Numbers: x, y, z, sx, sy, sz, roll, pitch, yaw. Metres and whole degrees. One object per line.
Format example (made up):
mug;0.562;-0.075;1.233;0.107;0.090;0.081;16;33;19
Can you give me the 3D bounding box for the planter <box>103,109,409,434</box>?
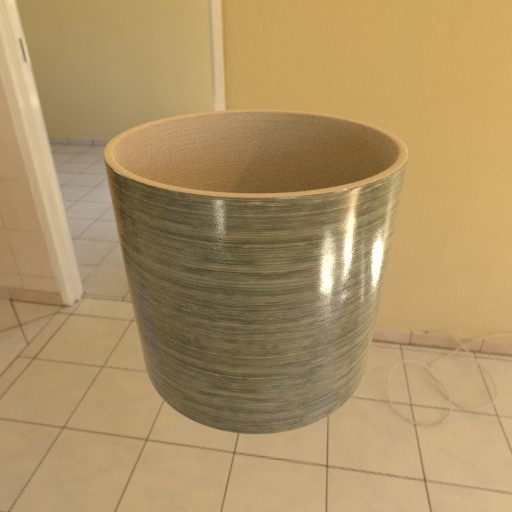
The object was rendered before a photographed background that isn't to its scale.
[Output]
planter;0.000;0.000;0.385;0.221;0.201;0.221;0;30;0
